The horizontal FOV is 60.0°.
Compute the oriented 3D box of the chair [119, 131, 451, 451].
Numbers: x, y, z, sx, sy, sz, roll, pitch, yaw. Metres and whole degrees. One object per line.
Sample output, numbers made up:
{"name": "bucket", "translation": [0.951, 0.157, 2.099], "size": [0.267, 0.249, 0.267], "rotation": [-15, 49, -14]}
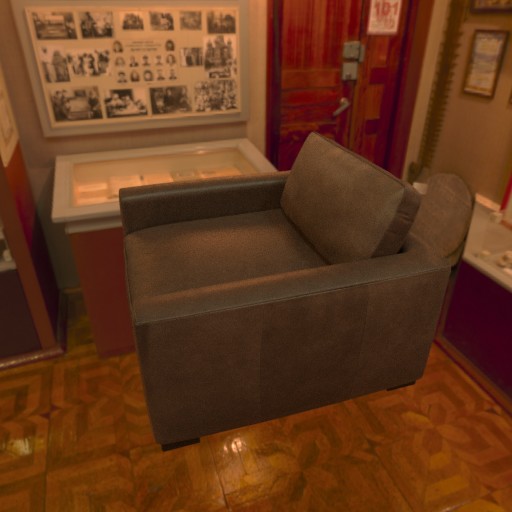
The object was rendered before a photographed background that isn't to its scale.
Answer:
{"name": "chair", "translation": [0.000, 0.000, 1.851], "size": [1.069, 0.812, 1.100], "rotation": [-9, 31, -15]}
